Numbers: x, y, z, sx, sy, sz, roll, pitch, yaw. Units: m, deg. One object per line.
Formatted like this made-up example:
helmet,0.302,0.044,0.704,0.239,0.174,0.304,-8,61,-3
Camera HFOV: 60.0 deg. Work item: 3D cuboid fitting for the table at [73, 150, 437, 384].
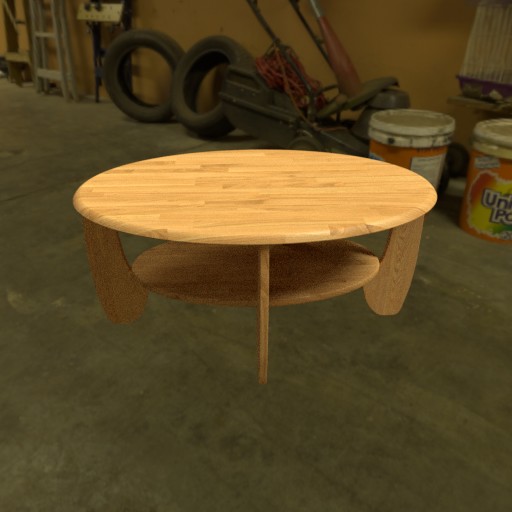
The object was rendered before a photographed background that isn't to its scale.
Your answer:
table,0.000,0.000,1.407,1.040,0.490,0.690,-1,30,-3
